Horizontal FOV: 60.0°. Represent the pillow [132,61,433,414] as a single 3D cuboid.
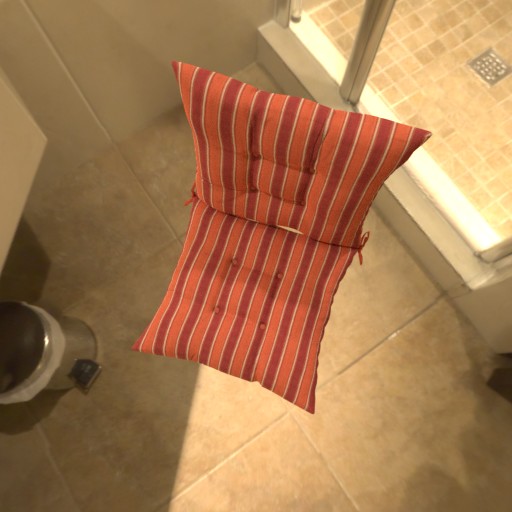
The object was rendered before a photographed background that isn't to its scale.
[{"bbox_3d":[0.000,0.000,1.010,0.541,0.536,0.585,18,75,5],"label":"pillow"}]
